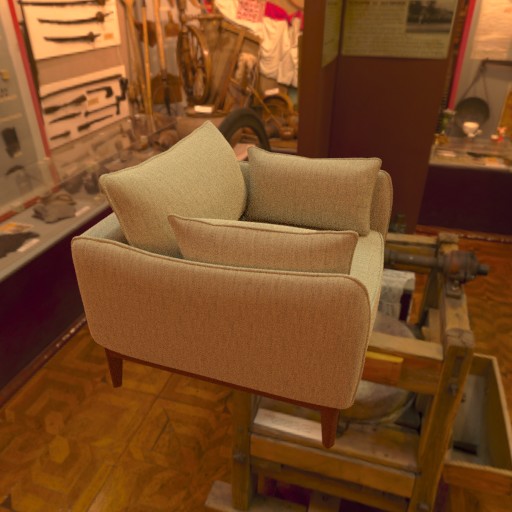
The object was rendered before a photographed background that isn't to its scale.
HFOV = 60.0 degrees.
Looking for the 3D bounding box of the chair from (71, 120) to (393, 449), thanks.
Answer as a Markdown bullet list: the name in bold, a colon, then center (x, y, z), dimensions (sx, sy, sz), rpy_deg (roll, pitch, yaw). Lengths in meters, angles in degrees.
- **chair**: center (0.000, 0.000, 1.776), dimensions (0.991, 0.855, 0.994), rpy_deg (10, 32, 16)
